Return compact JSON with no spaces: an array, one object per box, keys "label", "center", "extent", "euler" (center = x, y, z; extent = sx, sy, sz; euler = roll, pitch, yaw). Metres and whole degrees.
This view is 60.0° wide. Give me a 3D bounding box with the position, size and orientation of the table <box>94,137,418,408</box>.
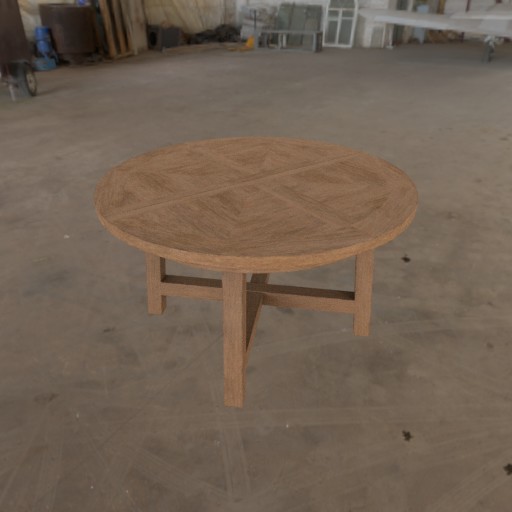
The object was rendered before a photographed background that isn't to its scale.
[{"label":"table","center":[0.000,0.000,2.080],"extent":[1.319,0.762,1.319],"euler":[0,30,0]}]
